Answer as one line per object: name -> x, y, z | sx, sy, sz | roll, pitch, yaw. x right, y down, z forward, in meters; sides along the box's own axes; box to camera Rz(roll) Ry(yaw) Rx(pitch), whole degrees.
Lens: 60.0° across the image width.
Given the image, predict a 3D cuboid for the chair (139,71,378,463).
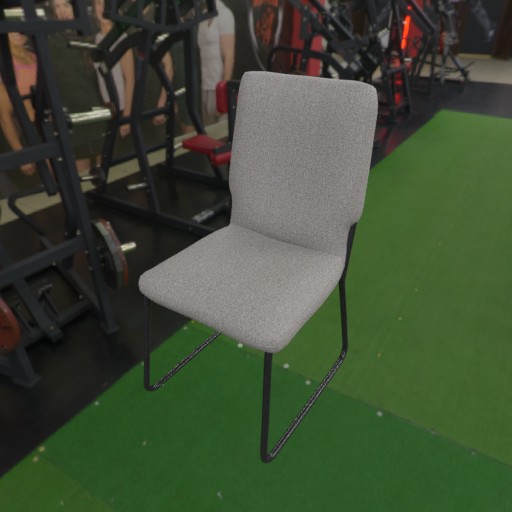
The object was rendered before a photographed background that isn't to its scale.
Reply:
chair -> 0.000, 0.000, 1.212 | 0.448, 0.864, 0.560 | 19, 36, 29
